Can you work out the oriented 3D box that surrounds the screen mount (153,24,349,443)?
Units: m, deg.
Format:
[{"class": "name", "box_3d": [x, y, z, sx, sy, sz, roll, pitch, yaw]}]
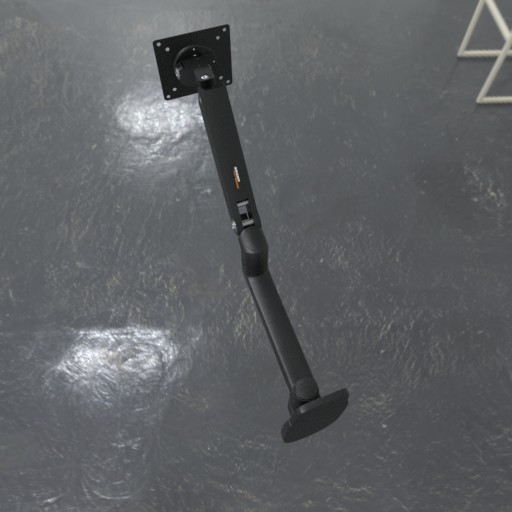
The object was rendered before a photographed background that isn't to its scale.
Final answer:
[{"class": "screen mount", "box_3d": [0.000, 0.000, 0.706, 0.115, 0.466, 0.495, -19, 60, -11]}]
